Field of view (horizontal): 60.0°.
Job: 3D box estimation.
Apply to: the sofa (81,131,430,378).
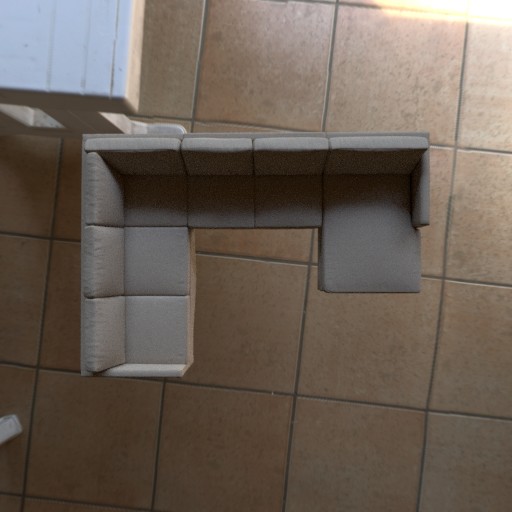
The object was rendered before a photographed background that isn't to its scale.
[{"bbox_3d":[0.000,0.000,4.594,3.460,0.882,2.427,0,90,1],"label":"sofa"}]
